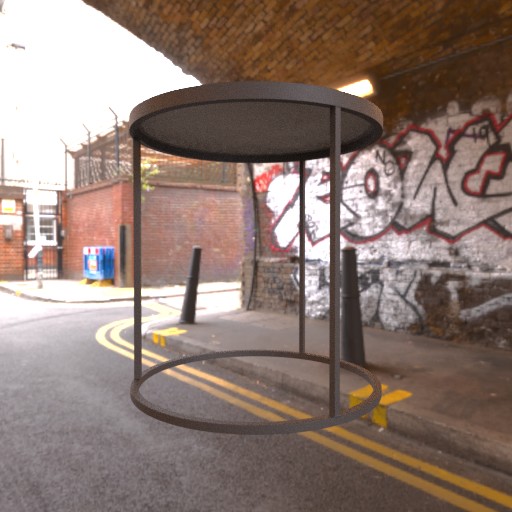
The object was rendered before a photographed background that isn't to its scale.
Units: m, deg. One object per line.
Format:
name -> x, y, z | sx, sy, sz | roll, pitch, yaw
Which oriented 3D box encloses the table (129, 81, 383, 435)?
table -> 0.000, 0.000, 0.857 | 0.470, 0.498, 0.470 | 0, 1, 0
